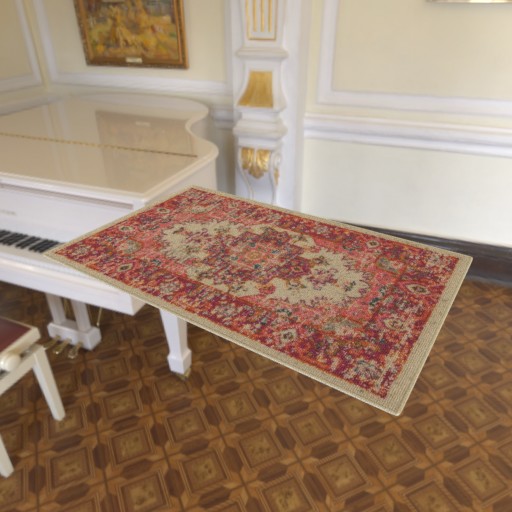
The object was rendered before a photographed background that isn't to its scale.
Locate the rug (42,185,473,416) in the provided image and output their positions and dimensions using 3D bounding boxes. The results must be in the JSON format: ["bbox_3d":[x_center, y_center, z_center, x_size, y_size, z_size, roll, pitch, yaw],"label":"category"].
[{"bbox_3d":[0.000,0.000,1.055,0.868,0.004,0.556,18,35,28],"label":"rug"}]
